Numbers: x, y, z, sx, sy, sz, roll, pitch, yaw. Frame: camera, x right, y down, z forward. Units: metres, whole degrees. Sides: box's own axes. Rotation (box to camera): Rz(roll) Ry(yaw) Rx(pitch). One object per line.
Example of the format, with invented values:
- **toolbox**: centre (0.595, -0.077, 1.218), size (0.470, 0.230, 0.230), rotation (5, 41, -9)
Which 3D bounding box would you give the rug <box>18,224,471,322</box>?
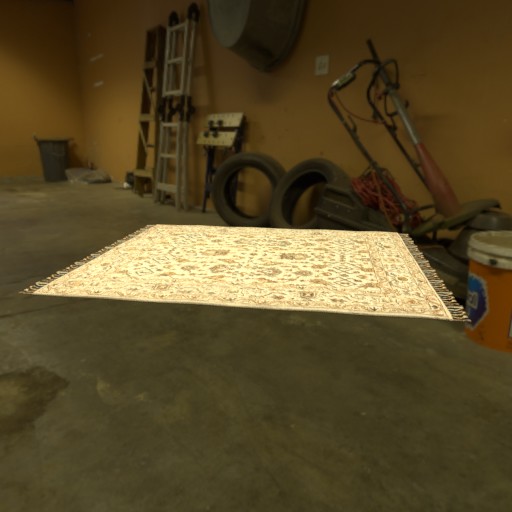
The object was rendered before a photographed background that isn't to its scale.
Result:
- **rug**: centre (0.000, 0.000, 4.056), size (3.061, 0.034, 2.426), rotation (3, 16, 9)
